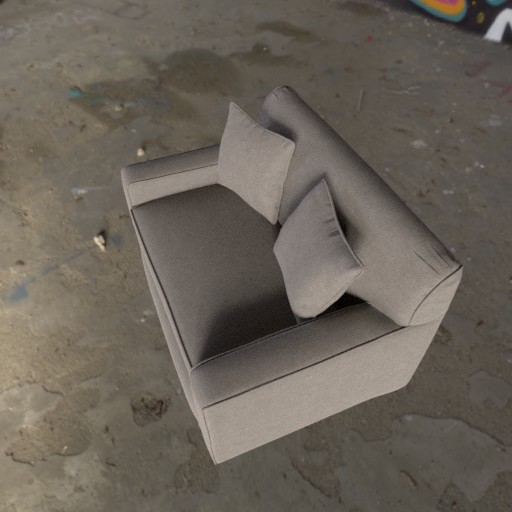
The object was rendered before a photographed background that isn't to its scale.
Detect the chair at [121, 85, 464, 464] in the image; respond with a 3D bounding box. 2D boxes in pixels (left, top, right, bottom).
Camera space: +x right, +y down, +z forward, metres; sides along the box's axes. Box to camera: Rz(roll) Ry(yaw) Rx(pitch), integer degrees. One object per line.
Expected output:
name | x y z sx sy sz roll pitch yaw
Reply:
chair | 0.000 0.000 2.059 0.992 0.953 1.395 -17 50 -15
